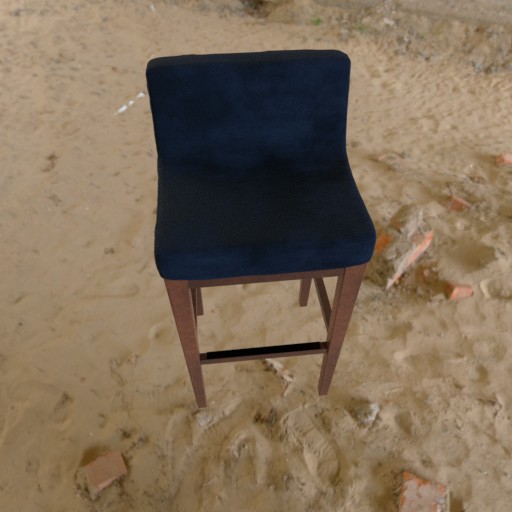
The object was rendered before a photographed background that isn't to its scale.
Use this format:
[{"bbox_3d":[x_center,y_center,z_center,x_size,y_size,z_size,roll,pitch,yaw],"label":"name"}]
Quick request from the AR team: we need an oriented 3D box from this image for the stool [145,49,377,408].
[{"bbox_3d":[0.000,0.000,1.337,0.511,1.037,0.500,-5,47,-4],"label":"stool"}]
